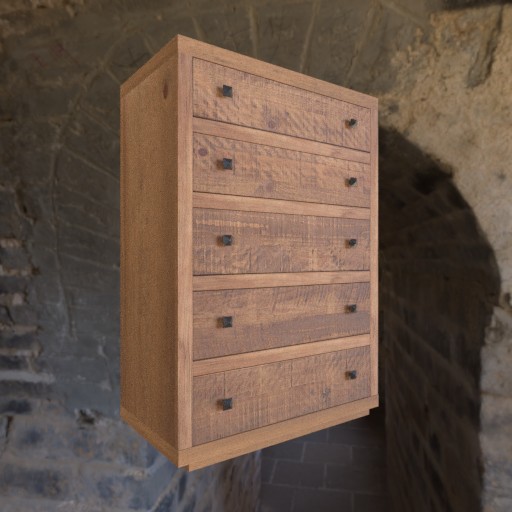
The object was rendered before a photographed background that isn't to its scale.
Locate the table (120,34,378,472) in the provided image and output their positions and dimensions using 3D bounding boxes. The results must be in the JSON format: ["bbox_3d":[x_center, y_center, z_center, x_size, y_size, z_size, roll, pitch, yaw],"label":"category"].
[{"bbox_3d":[0.000,0.000,1.744,0.901,1.294,0.524,0,0,-36],"label":"table"}]
